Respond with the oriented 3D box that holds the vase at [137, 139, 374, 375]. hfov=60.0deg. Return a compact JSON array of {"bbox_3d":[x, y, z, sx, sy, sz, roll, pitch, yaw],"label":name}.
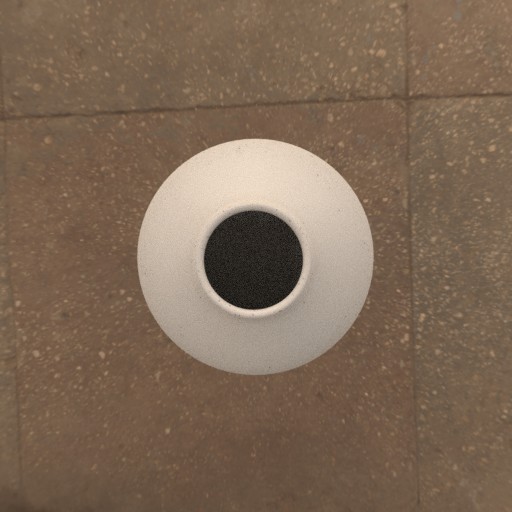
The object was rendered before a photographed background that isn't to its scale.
[{"bbox_3d":[0.000,0.000,0.359,0.169,0.240,0.169,0,91,1],"label":"vase"}]
